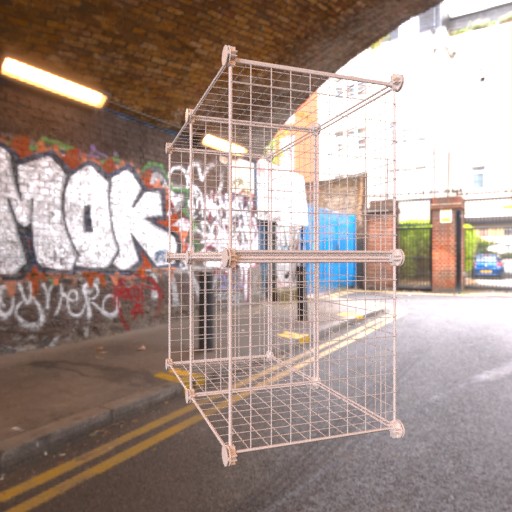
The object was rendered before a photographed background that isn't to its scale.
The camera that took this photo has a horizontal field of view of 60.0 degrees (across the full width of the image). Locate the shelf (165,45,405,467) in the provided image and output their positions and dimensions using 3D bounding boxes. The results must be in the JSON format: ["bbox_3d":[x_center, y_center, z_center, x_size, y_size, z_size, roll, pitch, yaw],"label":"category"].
[{"bbox_3d":[0.000,0.000,1.129,0.356,0.711,0.711,0,0,-20],"label":"shelf"}]
